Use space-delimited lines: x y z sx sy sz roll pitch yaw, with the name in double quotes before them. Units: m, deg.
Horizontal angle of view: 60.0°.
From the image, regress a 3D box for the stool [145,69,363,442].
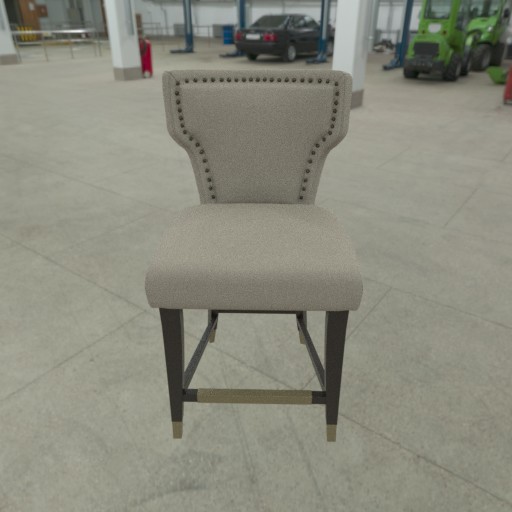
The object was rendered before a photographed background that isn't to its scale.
"stool" 0.000 0.000 1.306 0.527 0.982 0.563 1 29 1
